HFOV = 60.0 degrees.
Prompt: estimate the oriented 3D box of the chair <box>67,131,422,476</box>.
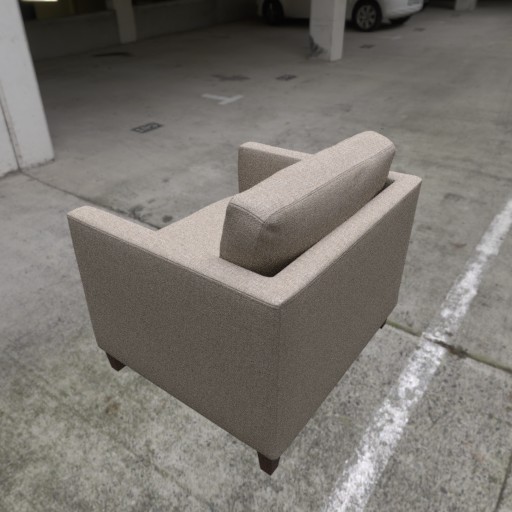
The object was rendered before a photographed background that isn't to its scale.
[{"bbox_3d":[0.000,0.000,1.845,0.959,0.961,1.107,21,37,31],"label":"chair"}]
